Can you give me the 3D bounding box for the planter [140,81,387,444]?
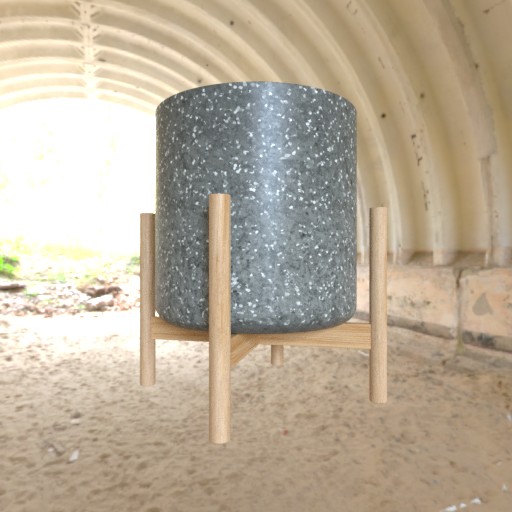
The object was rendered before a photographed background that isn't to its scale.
[{"bbox_3d":[0.000,0.000,0.683,0.360,0.419,0.360,0,0,36],"label":"planter"}]
